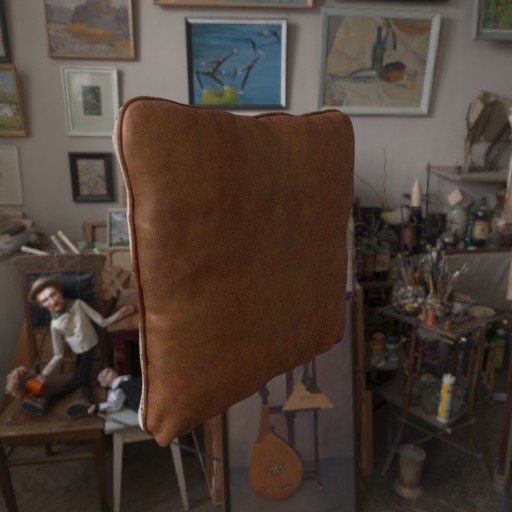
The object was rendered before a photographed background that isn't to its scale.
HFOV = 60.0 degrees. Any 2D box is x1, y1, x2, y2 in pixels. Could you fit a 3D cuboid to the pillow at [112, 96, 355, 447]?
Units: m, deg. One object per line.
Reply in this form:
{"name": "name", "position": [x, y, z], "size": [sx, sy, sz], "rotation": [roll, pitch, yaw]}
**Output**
{"name": "pillow", "position": [0.000, 0.000, 0.753], "size": [0.130, 0.490, 0.489], "rotation": [15, 21, 42]}
